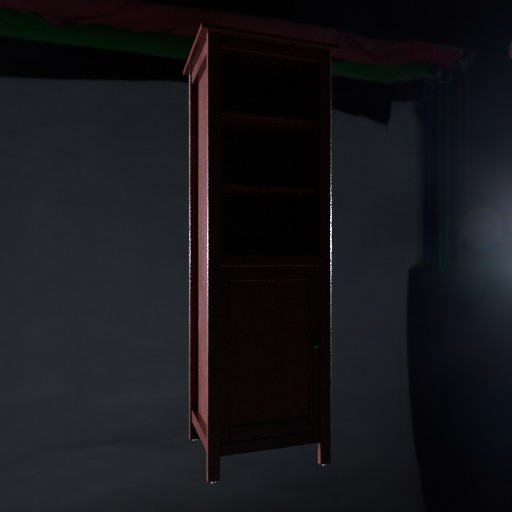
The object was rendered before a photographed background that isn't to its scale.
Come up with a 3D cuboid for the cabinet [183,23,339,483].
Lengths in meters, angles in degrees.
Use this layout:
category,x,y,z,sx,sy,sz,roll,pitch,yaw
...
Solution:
category,x,y,z,sx,sy,sz,roll,pitch,yaw
cabinet,0.000,0.000,1.707,0.500,1.518,0.401,0,0,-18
